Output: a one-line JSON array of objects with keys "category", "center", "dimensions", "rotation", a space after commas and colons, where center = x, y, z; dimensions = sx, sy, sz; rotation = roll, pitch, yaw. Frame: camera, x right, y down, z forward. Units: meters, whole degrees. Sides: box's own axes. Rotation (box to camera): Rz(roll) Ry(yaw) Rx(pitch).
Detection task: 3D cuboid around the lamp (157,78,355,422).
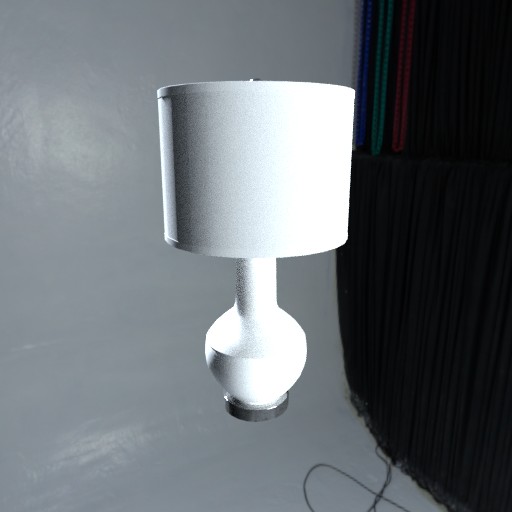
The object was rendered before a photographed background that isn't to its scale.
[{"category": "lamp", "center": [0.000, 0.000, 0.896], "dimensions": [0.357, 0.673, 0.357], "rotation": [-8, 17, -26]}]
